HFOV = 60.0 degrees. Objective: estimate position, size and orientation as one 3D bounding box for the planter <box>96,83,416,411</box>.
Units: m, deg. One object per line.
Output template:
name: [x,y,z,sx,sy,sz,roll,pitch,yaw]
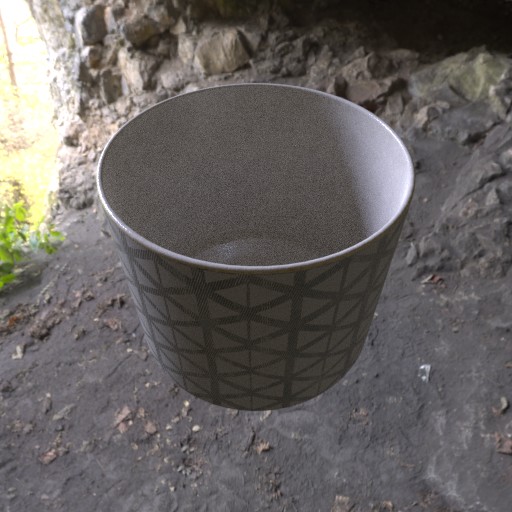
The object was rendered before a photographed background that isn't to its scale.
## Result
planter: [0.000,0.000,0.336,0.190,0.181,0.190,0,47,0]
